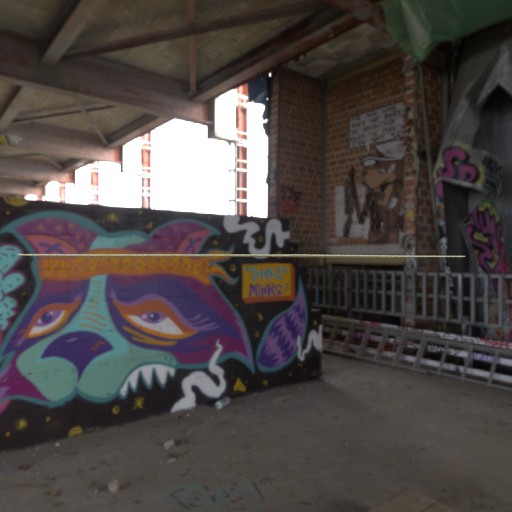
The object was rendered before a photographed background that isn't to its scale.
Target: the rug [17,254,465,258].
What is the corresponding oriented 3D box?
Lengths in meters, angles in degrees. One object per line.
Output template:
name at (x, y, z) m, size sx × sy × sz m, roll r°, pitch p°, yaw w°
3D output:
rug at (0.000, 0.000, 2.542) m, size 2.340 × 0.013 × 0.686 m, roll 0°, pitch -1°, yaw -18°
